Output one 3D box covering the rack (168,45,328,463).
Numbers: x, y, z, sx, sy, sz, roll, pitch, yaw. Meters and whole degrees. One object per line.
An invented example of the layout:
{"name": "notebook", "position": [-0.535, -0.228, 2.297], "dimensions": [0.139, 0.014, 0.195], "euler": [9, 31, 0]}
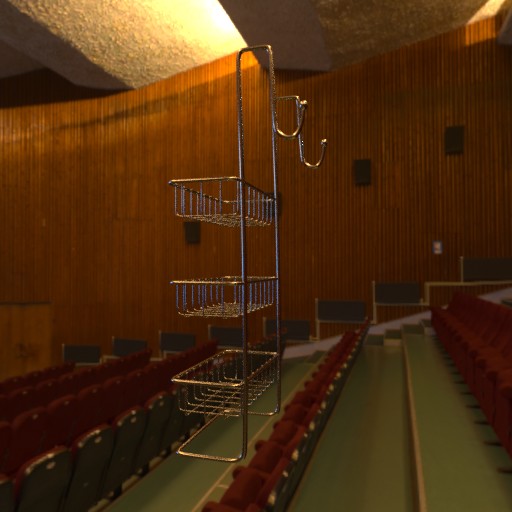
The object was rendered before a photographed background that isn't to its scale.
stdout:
{"name": "rack", "position": [0.000, 0.000, 0.705], "dimensions": [0.202, 0.574, 0.228], "euler": [0, -1, 17]}
